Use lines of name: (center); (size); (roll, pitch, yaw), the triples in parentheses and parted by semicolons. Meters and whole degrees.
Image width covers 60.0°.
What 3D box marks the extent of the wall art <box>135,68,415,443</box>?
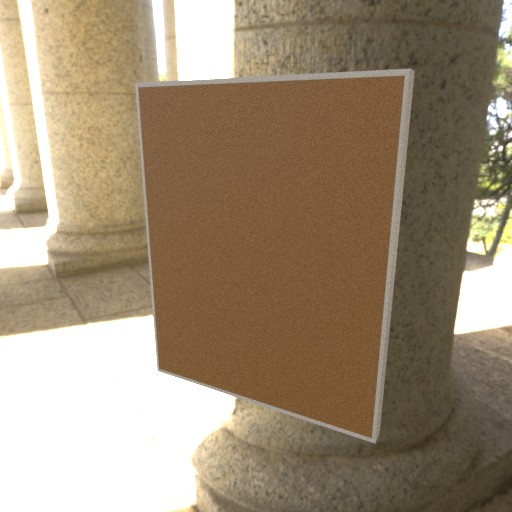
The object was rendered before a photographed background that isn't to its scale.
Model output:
wall art: (0.000, 0.000, 0.732); (0.443, 0.549, 0.030); (9, 19, 27)
